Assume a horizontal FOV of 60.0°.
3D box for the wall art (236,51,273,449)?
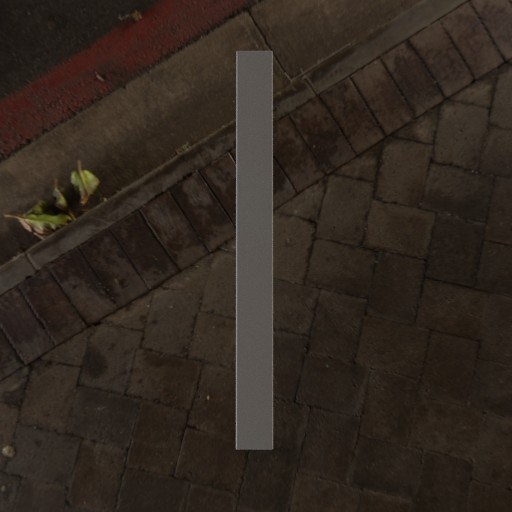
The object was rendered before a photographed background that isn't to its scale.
[{"bbox_3d":[0.000,0.000,0.759,0.038,0.611,0.408,0,88,0],"label":"wall art"}]
